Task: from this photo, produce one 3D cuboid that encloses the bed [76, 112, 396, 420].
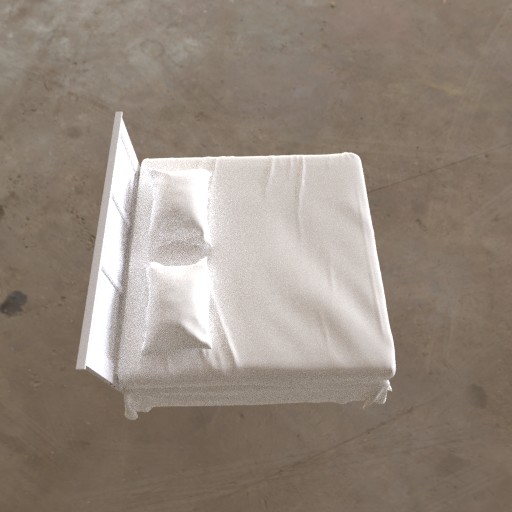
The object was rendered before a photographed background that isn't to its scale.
[{"bbox_3d":[0.000,0.000,3.604,2.215,1.273,2.317,-1,63,-1],"label":"bed"}]
